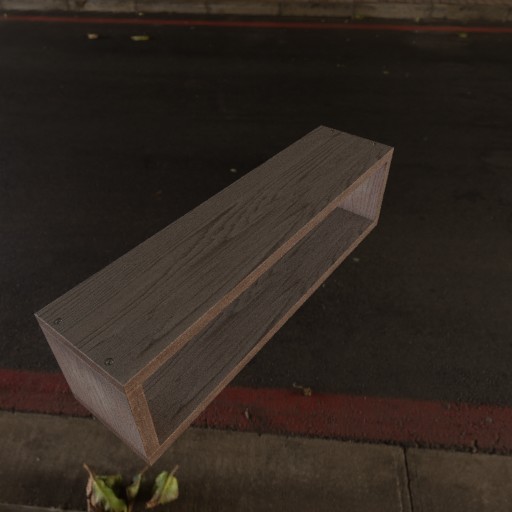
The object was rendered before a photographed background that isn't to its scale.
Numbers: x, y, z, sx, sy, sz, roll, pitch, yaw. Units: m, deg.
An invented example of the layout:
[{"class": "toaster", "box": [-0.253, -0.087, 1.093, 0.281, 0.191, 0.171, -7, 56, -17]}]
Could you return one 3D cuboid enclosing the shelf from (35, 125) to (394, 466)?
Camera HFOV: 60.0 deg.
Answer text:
[{"class": "shelf", "box": [0.000, 0.000, 0.694, 0.150, 0.170, 0.610, 27, 47, 27]}]
